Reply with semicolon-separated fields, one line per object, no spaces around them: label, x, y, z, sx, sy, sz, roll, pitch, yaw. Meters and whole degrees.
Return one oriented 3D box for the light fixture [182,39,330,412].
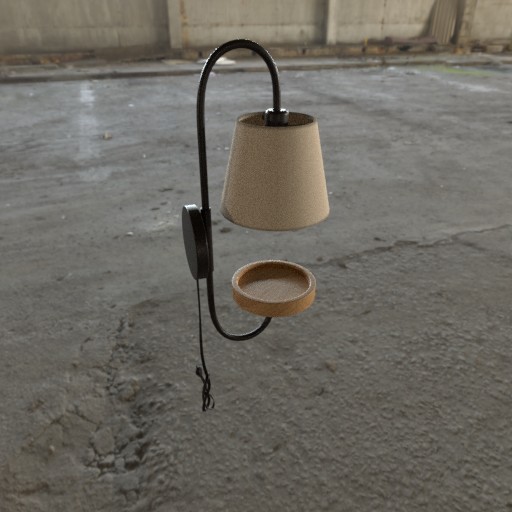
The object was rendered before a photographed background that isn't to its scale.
light fixture;0.000;0.000;0.932;0.299;0.821;0.220;-9;30;-17
